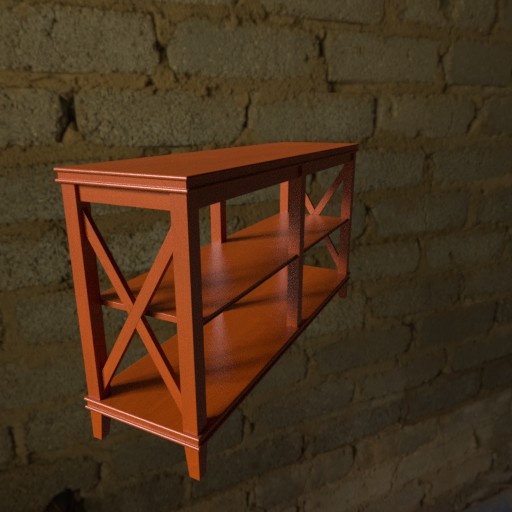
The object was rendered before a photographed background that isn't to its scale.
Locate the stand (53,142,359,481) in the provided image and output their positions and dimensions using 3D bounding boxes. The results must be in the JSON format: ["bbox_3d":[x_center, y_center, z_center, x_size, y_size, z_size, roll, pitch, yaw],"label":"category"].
[{"bbox_3d":[0.000,0.000,1.659,0.381,0.762,1.372,8,19,25],"label":"stand"}]
